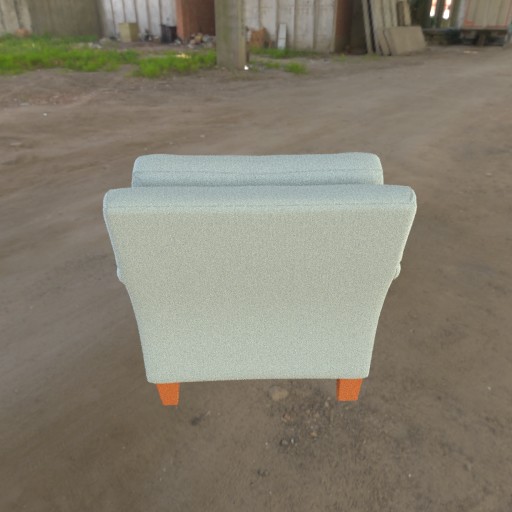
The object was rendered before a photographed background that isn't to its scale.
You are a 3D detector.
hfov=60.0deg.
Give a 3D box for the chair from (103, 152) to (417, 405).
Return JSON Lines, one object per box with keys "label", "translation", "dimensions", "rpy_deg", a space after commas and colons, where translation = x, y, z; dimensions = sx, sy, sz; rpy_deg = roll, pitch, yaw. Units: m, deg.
{"label": "chair", "translation": [0.000, 0.000, 1.895], "dimensions": [0.955, 1.038, 1.070], "rpy_deg": [-1, 29, -2]}
